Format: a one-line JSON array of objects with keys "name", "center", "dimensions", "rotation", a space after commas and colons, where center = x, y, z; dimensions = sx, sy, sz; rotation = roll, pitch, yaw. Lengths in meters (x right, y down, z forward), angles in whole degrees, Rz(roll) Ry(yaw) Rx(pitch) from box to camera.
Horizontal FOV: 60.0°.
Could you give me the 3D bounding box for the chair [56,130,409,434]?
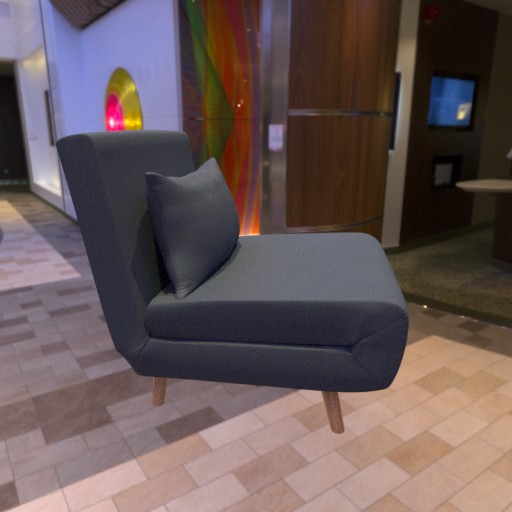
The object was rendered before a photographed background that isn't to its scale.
[{"name": "chair", "center": [0.000, 0.000, 1.477], "dimensions": [0.900, 0.808, 0.770], "rotation": [3, 16, 9]}]
